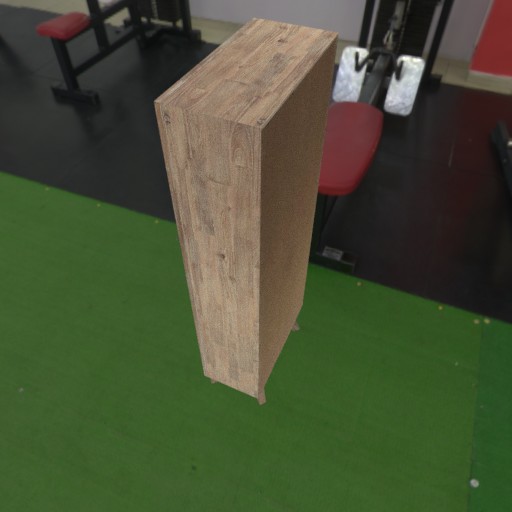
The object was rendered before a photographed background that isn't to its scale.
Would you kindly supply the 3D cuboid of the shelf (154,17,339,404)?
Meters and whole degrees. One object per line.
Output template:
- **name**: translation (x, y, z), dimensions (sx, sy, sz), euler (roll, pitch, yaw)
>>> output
- **shelf**: translation (0.000, 0.000, 1.527), dimensions (0.267, 1.342, 0.491), euler (19, 51, 16)
